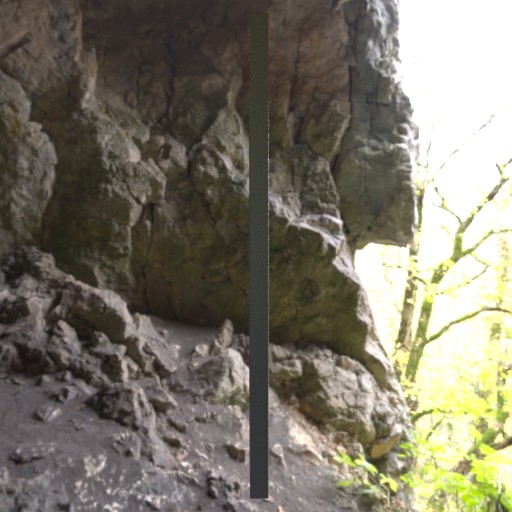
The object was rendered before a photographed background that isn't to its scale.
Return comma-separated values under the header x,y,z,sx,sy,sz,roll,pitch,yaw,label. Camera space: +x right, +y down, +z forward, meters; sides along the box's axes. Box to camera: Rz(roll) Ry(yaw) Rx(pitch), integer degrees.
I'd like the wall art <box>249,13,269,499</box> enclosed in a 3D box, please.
x,y,z,sx,sy,sz,roll,pitch,yaw,label
0.000,0.000,1.372,0.041,1.062,0.803,0,0,-1,wall art
